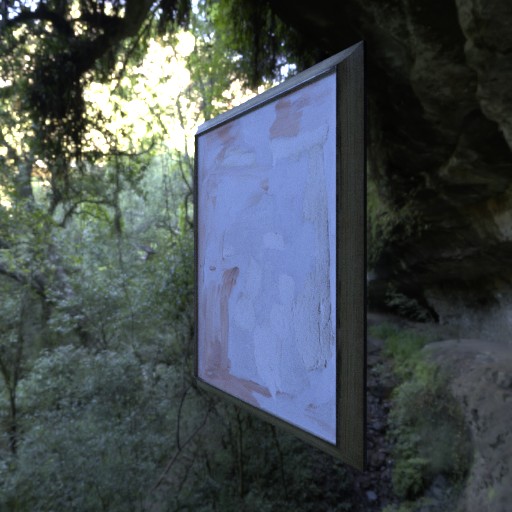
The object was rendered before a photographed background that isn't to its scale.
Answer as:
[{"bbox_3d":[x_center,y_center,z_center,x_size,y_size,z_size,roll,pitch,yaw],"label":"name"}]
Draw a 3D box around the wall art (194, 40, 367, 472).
[{"bbox_3d":[0.000,0.000,0.621,0.023,0.457,0.381,0,0,-35],"label":"wall art"}]
